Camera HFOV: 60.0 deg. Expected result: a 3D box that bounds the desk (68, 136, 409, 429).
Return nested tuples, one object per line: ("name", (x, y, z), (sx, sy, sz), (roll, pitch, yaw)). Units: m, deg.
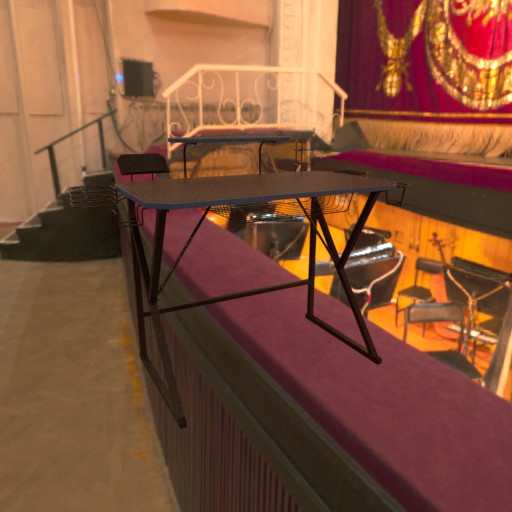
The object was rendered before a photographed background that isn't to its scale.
("desk", (0.000, 0.000, 1.777), (1.295, 0.909, 0.594), (-9, 19, -27))
